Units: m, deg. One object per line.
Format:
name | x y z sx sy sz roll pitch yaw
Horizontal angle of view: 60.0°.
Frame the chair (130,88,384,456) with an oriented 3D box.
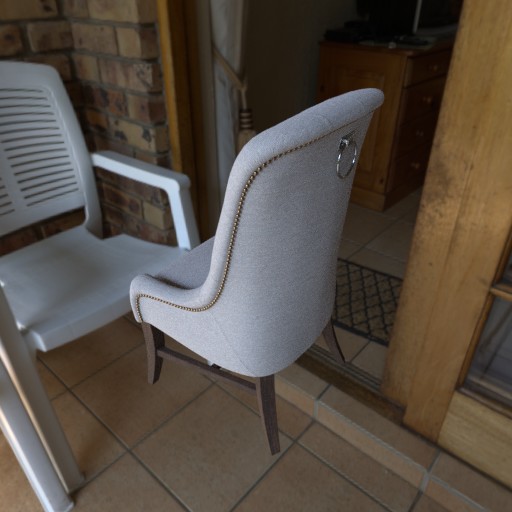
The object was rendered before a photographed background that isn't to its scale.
chair | 0.000 0.000 1.477 0.629 1.091 0.634 21 38 29
